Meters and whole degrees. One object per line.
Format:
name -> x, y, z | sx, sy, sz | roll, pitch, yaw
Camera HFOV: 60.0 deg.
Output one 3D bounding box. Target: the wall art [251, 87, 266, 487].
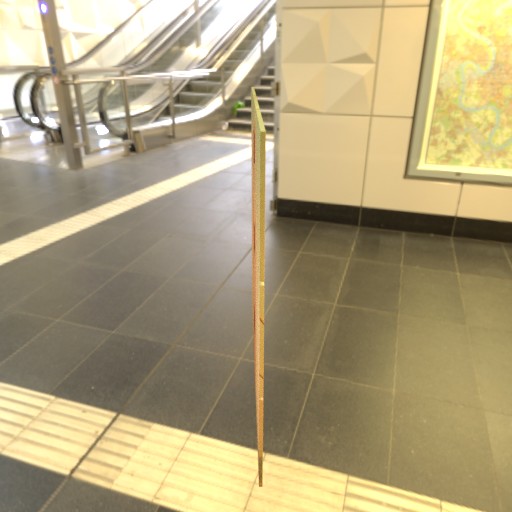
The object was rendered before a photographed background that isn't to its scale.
wall art -> 0.000, 0.000, 1.842 | 0.013, 1.219, 1.214 | -1, 25, -1
